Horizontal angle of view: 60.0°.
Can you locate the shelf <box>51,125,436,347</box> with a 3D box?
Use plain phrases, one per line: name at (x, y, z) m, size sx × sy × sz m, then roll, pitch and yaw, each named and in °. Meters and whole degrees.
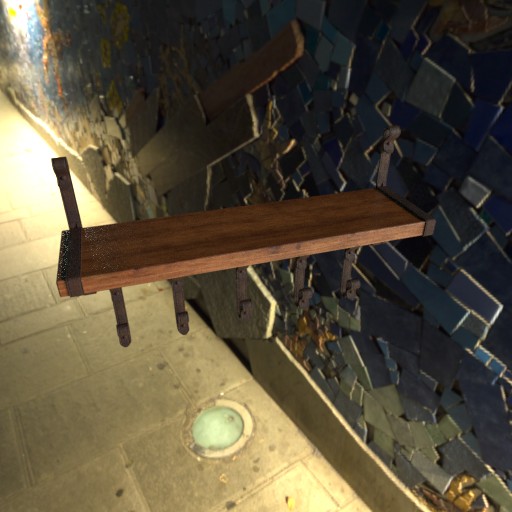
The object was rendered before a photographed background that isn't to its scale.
shelf at (0.000, 0.000, 0.693) m, size 0.567 × 0.330 × 0.146 m, roll -10°, pitch 32°, yaw -15°
